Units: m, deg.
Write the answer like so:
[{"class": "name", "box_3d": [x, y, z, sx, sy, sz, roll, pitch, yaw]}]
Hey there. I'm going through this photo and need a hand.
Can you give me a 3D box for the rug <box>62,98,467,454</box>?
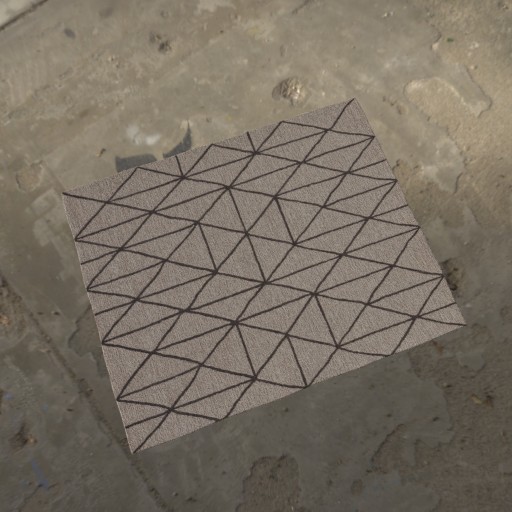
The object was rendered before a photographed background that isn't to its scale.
[{"class": "rug", "box_3d": [0.000, 0.000, 4.034, 3.061, 0.022, 2.468, -19, 75, -5]}]
